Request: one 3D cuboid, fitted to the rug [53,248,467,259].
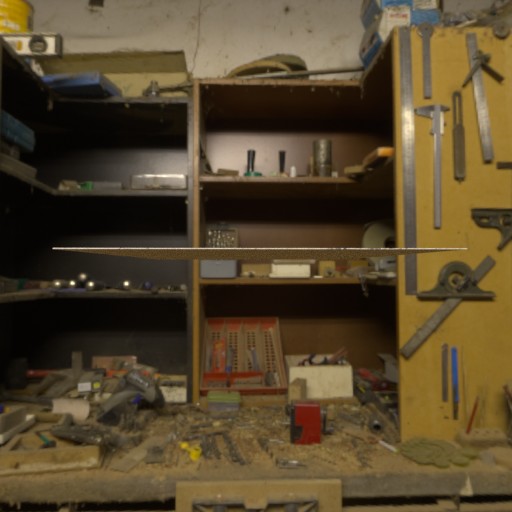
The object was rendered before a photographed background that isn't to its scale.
[{"bbox_3d":[0.000,0.000,4.202,2.438,0.006,3.197,0,-2,-1],"label":"rug"}]
